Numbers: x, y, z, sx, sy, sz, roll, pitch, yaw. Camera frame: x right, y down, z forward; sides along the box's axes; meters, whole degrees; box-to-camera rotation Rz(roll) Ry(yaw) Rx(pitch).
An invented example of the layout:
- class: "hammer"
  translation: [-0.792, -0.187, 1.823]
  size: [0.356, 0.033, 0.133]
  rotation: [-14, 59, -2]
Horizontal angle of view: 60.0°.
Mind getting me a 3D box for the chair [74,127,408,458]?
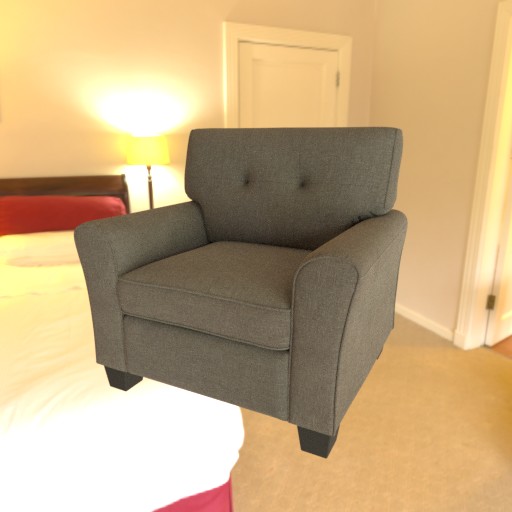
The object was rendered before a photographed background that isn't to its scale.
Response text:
- class: "chair"
  translation: [0.000, 0.000, 1.584]
  size: [0.941, 0.890, 0.816]
  rotation: [8, 17, 26]
